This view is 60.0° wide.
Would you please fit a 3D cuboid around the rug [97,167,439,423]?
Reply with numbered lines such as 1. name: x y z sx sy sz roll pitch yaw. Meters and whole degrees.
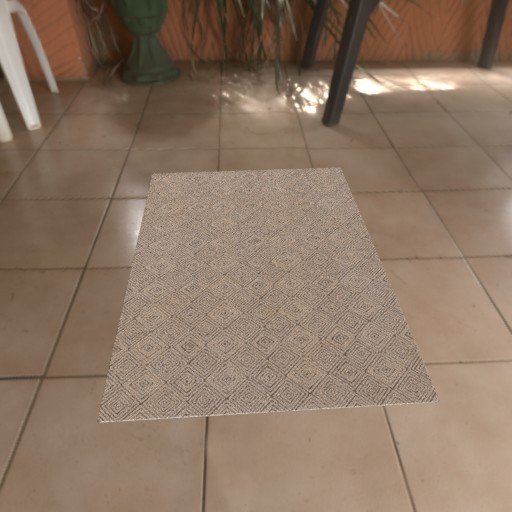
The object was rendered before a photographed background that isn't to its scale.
1. rug: 0.000 0.000 2.903 1.593 0.008 2.238 -2 40 -3
